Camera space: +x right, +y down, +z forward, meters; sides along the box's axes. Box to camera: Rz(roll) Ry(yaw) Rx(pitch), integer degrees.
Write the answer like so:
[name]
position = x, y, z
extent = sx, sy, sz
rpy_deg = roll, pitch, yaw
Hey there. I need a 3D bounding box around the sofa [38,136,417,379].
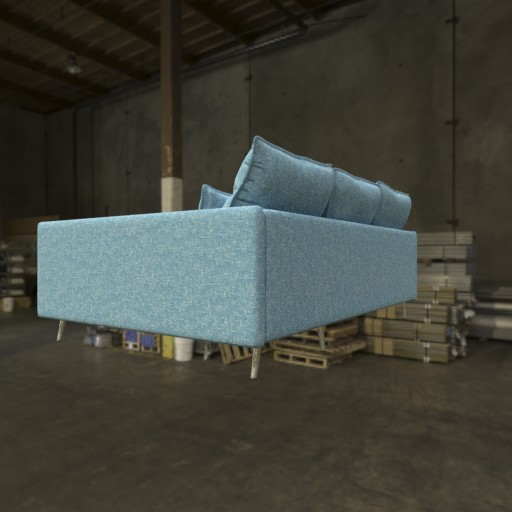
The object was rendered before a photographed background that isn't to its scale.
[sofa]
position = 0.000, 0.000, 2.761
extent = 1.420, 0.899, 2.034
rpy_deg = 0, 0, 35
